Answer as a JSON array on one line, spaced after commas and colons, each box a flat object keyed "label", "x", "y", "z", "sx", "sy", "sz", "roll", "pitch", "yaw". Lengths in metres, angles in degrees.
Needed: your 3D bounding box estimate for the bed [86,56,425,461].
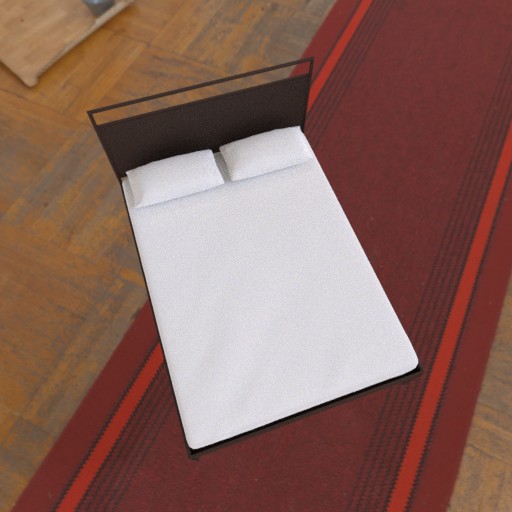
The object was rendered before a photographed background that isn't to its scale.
[{"label": "bed", "x": 0.000, "y": 0.000, "z": 3.024, "sx": 1.572, "sy": 1.173, "sz": 2.122, "roll": -17, "pitch": 64, "yaw": -8}]
